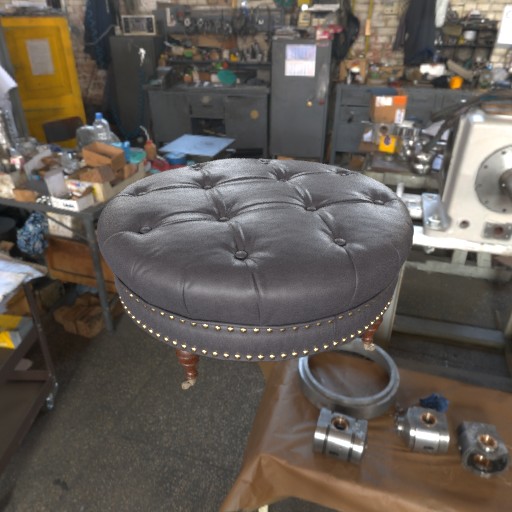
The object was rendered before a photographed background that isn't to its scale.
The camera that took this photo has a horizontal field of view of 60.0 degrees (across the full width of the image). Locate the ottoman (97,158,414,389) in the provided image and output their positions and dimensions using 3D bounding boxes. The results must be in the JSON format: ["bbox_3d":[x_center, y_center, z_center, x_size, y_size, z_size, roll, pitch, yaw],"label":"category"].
[{"bbox_3d":[0.000,0.000,1.386,0.901,0.439,0.901,0,30,0],"label":"ottoman"}]
